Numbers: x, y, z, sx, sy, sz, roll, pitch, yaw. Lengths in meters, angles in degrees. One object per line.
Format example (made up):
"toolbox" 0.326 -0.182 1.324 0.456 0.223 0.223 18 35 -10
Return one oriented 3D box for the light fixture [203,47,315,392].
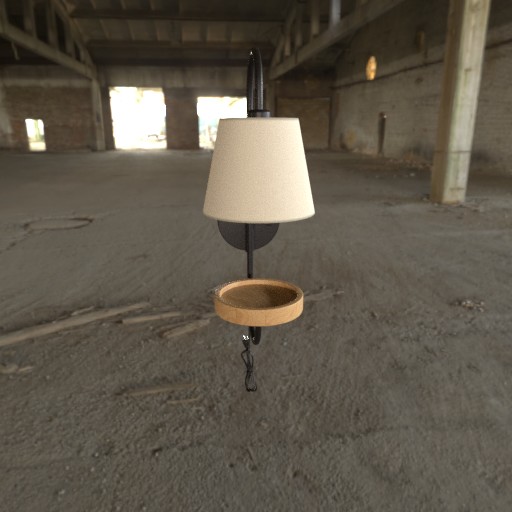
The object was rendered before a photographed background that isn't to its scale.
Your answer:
"light fixture" 0.000 0.000 0.942 0.220 0.821 0.299 -2 16 -8
